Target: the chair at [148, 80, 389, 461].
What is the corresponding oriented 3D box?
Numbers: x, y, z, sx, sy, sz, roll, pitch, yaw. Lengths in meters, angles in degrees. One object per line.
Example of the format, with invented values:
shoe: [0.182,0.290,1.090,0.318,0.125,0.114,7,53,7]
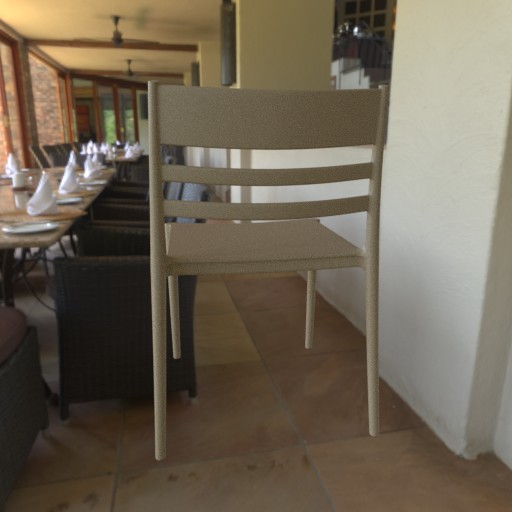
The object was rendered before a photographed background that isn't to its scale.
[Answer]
chair: [0.000,0.000,1.153,0.531,0.800,0.511,-2,15,-9]
